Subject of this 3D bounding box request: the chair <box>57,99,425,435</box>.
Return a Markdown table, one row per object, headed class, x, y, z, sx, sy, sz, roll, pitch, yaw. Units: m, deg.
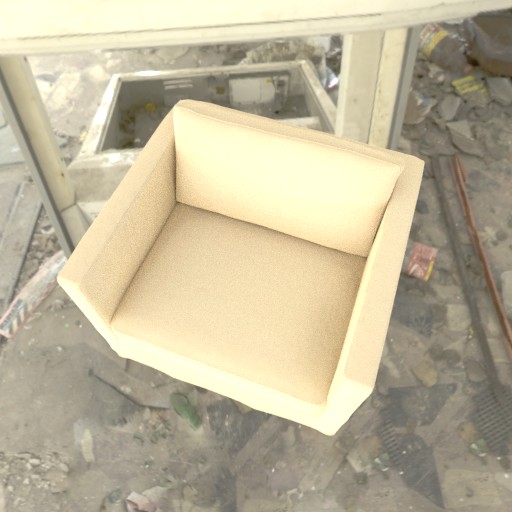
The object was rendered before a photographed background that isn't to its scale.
| class | x | y | z | sx | sy | sz | roll | pitch | yaw |
| --- | --- | --- | --- | --- | --- | --- | --- | --- | --- |
| chair | 0.000 | 0.000 | 1.761 | 1.057 | 0.851 | 0.947 | 17 | 61 | 10 |
